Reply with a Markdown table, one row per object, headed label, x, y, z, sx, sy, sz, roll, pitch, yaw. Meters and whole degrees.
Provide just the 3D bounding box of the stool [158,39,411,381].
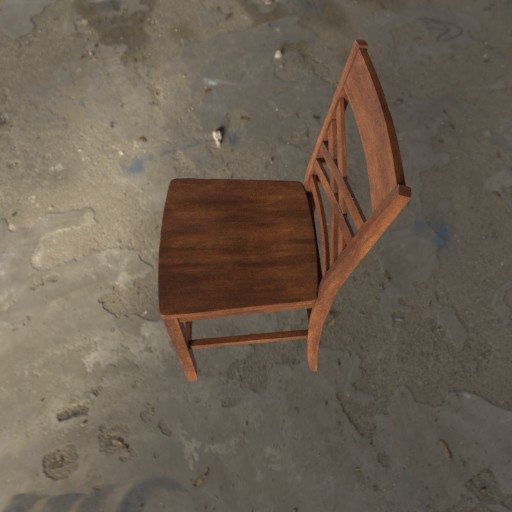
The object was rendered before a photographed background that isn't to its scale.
| label | x | y | z | sx | sy | sz | roll | pitch | yaw |
| --- | --- | --- | --- | --- | --- | --- | --- | --- | --- |
| stool | 0.000 | 0.000 | 1.327 | 0.539 | 1.079 | 0.462 | -2 | 58 | -1 |
